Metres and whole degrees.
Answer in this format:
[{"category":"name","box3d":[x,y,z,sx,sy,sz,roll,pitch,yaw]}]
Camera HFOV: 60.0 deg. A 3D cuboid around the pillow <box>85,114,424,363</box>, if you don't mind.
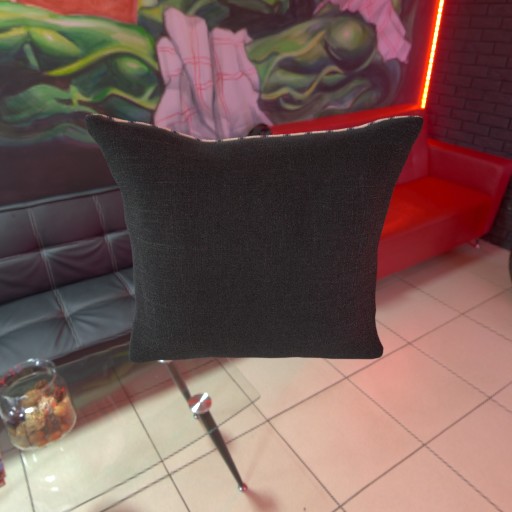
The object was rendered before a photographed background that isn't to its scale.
[{"category":"pillow","box3d":[0.000,0.000,0.711,0.468,0.444,0.138,0,29,-1]}]
